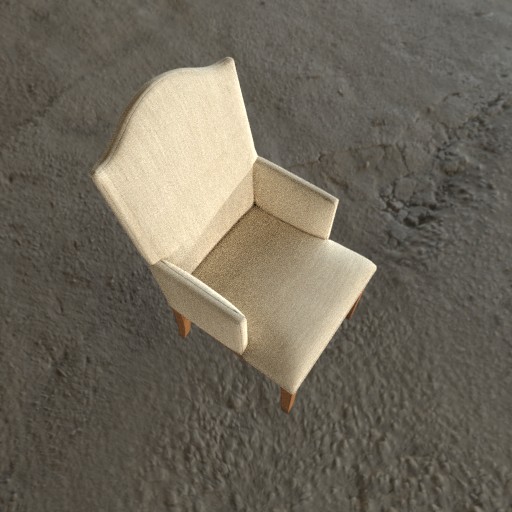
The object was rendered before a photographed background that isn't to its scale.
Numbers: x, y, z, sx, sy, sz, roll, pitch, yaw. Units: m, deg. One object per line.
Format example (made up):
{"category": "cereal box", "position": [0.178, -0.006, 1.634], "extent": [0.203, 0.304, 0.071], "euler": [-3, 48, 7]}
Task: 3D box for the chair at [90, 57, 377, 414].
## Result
{"category": "chair", "position": [0.000, 0.000, 1.384], "extent": [0.641, 1.016, 0.533], "euler": [32, 65, 17]}
